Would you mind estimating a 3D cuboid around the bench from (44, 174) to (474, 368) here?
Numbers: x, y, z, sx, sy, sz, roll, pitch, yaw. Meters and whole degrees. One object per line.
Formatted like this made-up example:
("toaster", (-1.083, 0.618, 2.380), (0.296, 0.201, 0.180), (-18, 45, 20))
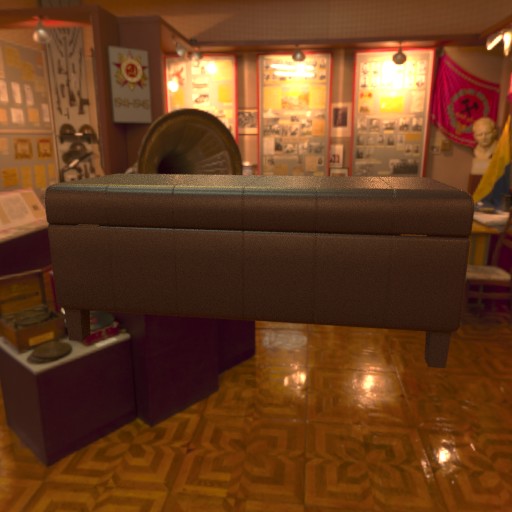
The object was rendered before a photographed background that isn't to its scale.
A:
("bench", (0.000, 0.000, 1.351), (1.092, 0.457, 0.429), (2, 15, 9))
